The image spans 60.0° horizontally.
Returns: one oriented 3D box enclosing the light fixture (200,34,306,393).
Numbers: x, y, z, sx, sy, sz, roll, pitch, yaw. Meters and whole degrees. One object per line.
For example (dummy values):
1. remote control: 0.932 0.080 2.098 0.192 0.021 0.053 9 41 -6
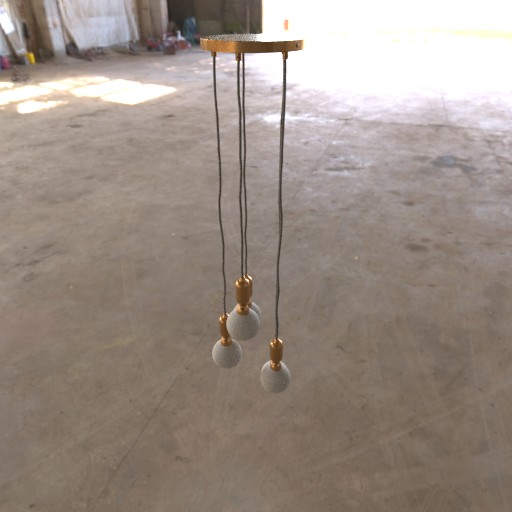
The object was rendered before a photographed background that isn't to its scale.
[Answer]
1. light fixture: 0.000 0.000 0.515 0.105 0.457 0.108 21 36 32
